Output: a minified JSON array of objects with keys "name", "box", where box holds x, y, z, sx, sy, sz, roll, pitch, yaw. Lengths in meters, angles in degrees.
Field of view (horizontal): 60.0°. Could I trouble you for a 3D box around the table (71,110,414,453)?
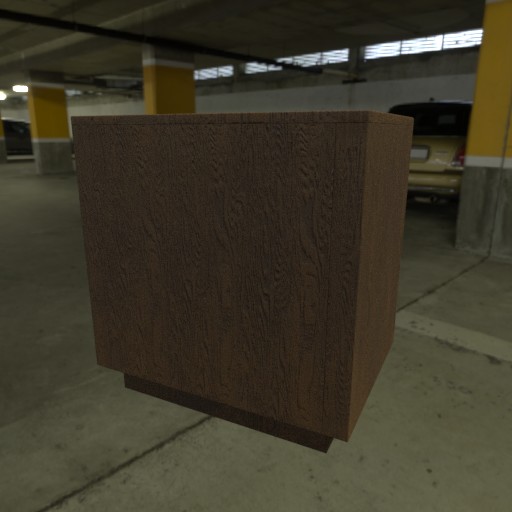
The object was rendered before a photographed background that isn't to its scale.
[{"name":"table","box":[0.000,0.000,0.977,0.560,0.585,0.439,8,18,26]}]
